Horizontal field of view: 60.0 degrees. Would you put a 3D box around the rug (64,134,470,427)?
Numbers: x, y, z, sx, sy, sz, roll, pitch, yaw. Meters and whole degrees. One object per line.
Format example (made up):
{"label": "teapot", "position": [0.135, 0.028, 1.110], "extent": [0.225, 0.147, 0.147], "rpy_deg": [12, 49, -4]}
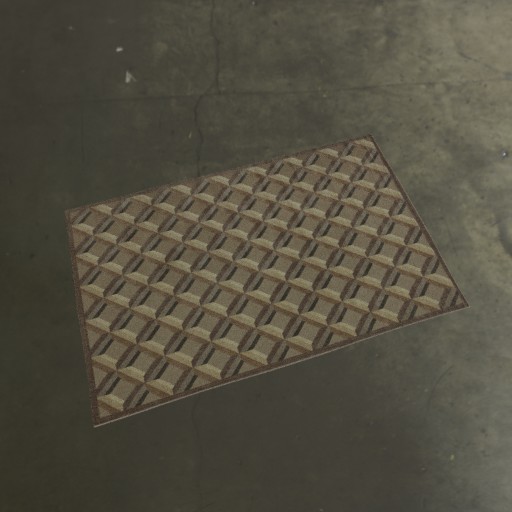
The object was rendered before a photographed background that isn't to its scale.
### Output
{"label": "rug", "position": [0.000, 0.000, 2.094], "extent": [1.677, 0.011, 1.066], "rpy_deg": [-16, 64, -8]}
